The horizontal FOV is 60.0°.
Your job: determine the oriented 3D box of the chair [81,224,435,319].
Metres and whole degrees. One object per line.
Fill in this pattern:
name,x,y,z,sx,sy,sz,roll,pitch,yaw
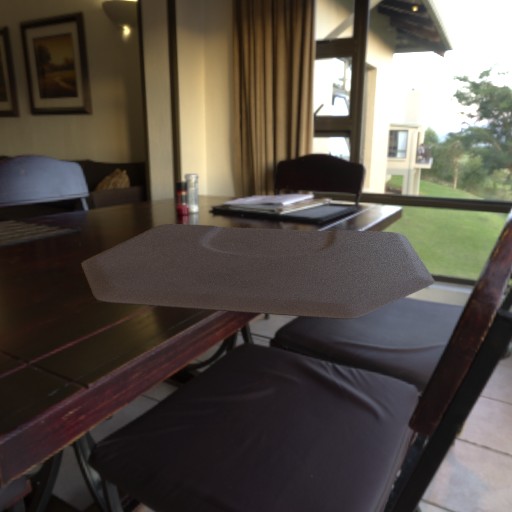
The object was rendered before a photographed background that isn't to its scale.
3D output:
chair,0.000,0.000,1.892,1.372,0.024,1.219,3,15,10
